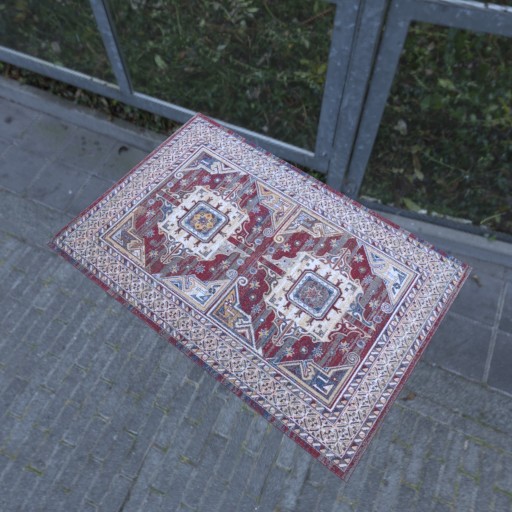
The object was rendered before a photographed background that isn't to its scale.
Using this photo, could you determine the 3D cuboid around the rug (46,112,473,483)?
[{"bbox_3d":[0.000,0.000,5.682,4.578,0.033,3.033,34,66,17],"label":"rug"}]
